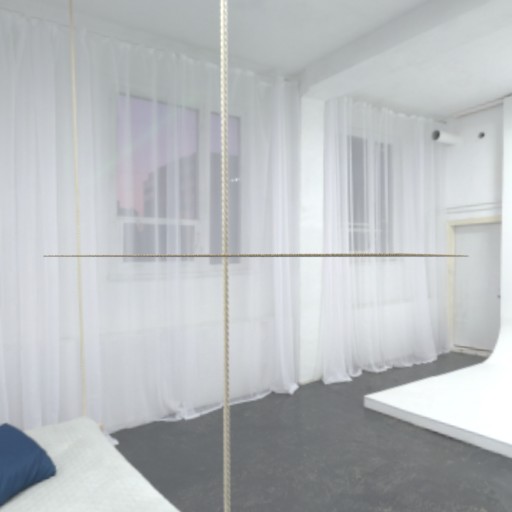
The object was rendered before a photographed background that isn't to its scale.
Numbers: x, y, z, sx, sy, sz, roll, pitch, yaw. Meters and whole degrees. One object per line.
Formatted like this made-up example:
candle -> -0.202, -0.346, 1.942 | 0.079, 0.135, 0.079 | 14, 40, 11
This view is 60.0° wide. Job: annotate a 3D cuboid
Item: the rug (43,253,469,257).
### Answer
rug -> 0.000, 0.000, 2.840 | 2.284, 0.008, 1.522 | 0, 0, 34
